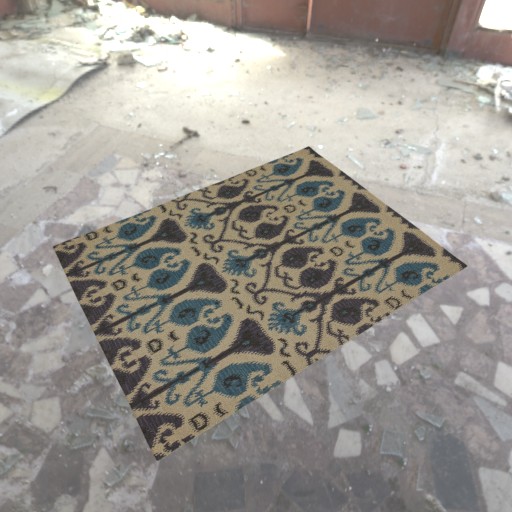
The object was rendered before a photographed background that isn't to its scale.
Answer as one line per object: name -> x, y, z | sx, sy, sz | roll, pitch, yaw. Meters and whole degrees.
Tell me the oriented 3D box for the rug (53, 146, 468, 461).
rug -> 0.000, 0.000, 4.295 | 3.228, 0.024, 2.443 | -26, 52, -22
